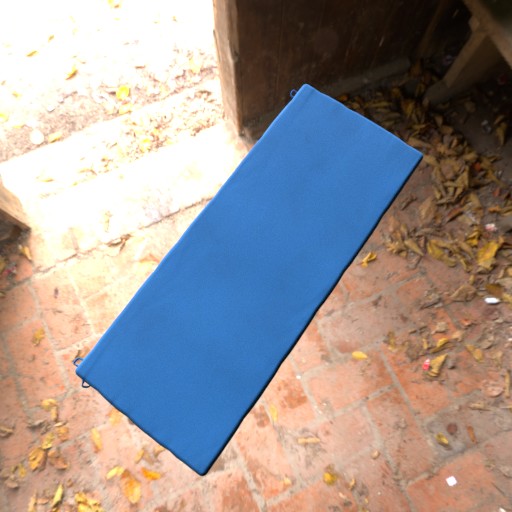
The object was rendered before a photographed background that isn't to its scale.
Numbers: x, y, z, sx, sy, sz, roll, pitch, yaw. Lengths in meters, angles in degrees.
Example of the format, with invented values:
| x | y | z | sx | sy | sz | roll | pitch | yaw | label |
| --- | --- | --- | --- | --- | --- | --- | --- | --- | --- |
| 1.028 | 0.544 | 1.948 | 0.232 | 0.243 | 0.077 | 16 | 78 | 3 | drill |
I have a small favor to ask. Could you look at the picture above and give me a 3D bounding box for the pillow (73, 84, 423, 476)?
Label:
| x | y | z | sx | sy | sz | roll | pitch | yaw | label |
| --- | --- | --- | --- | --- | --- | --- | --- | --- | --- |
| 0.000 | 0.000 | 1.331 | 0.492 | 0.081 | 1.187 | 35 | 78 | 9 | pillow |
